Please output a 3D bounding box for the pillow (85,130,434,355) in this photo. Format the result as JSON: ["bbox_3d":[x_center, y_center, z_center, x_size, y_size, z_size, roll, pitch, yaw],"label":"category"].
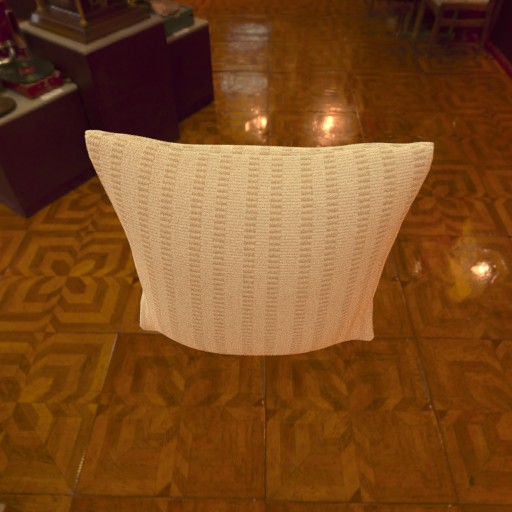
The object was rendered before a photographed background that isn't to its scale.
[{"bbox_3d":[0.000,0.000,0.690,0.438,0.419,0.247,2,47,2],"label":"pillow"}]
